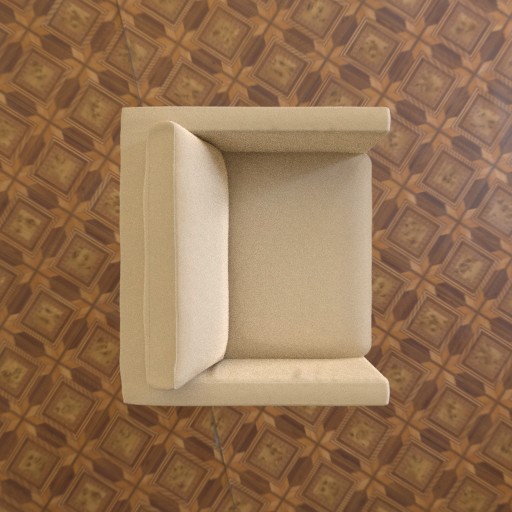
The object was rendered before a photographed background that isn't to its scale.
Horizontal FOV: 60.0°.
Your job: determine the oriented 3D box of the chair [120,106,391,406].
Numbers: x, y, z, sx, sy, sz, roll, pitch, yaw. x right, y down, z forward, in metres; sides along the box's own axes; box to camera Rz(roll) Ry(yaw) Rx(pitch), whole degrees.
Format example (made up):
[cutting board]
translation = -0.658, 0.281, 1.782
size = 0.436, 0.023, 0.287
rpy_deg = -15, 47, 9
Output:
[chair]
translation = 0.000, 0.000, 1.781
size = 0.947, 0.851, 1.057
rpy_deg = 0, 91, 0
